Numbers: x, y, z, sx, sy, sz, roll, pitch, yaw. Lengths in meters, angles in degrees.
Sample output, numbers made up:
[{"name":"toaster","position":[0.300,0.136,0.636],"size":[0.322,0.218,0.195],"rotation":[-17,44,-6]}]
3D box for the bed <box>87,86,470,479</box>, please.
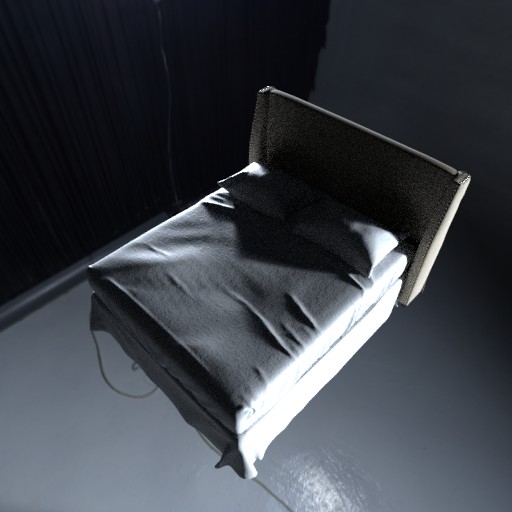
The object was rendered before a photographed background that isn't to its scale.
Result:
[{"name":"bed","position":[0.000,0.000,3.377],"size":[1.925,1.332,2.276],"rotation":[35,56,29]}]
